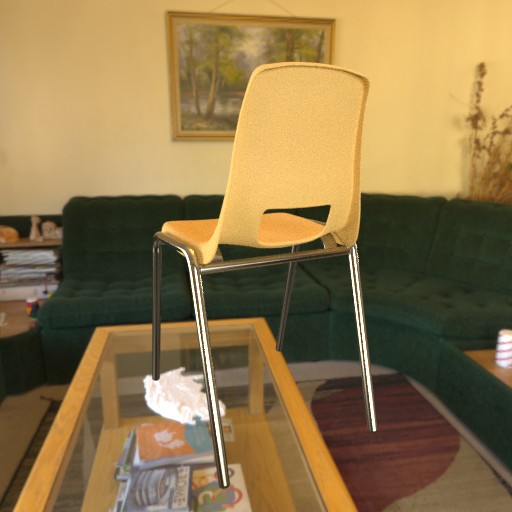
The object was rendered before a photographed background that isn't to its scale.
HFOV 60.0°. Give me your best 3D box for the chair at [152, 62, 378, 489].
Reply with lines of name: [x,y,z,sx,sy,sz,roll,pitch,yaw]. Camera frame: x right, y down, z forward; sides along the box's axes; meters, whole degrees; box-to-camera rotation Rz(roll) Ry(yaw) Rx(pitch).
chair: [0.000,0.000,0.944,0.381,0.704,0.436,-7,16,-26]
